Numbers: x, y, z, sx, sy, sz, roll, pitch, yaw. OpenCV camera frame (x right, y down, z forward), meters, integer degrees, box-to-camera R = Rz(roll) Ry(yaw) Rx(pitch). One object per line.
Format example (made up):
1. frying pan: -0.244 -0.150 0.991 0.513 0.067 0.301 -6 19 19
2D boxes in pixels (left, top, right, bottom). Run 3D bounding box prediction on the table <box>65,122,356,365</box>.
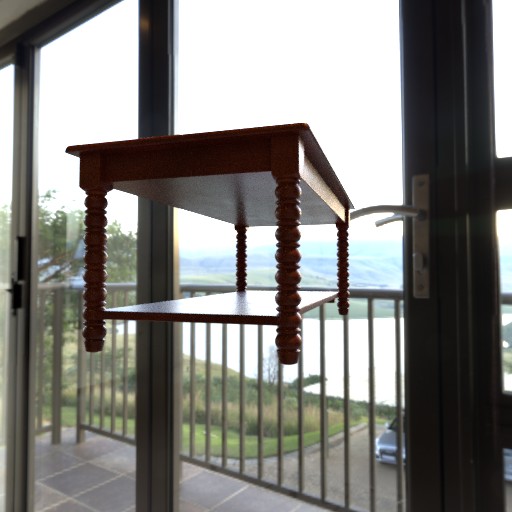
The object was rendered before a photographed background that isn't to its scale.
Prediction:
1. table: 0.000 0.000 1.496 0.580 0.485 1.171 -1 -2 17
